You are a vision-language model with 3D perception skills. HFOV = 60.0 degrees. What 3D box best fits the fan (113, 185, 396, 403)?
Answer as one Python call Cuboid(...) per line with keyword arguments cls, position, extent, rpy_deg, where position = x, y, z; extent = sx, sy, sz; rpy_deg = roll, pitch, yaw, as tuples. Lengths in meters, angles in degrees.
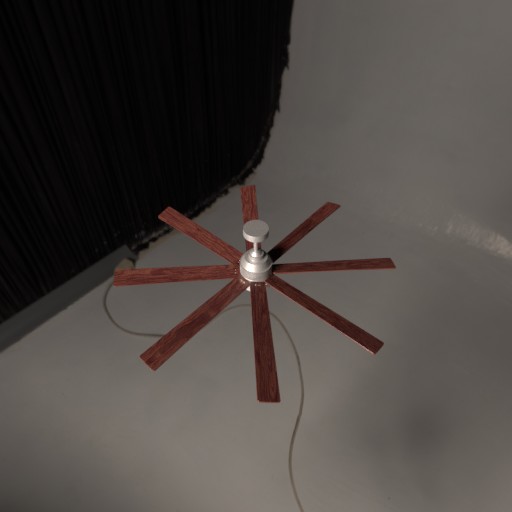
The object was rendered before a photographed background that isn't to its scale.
Cuboid(cls="fan", position=(0.000, 0.000, 2.802), extent=(1.830, 0.472, 1.830), rpy_deg=(32, 53, 27))
